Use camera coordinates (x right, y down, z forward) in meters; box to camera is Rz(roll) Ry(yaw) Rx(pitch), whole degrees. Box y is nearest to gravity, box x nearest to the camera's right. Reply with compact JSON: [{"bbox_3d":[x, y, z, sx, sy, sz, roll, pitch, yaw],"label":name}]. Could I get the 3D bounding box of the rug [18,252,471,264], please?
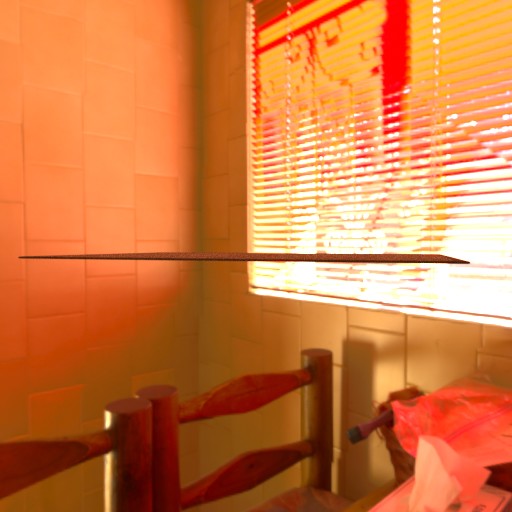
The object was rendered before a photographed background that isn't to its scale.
[{"bbox_3d":[0.000,0.000,2.254,1.829,0.010,1.219,0,1,19],"label":"rug"}]
